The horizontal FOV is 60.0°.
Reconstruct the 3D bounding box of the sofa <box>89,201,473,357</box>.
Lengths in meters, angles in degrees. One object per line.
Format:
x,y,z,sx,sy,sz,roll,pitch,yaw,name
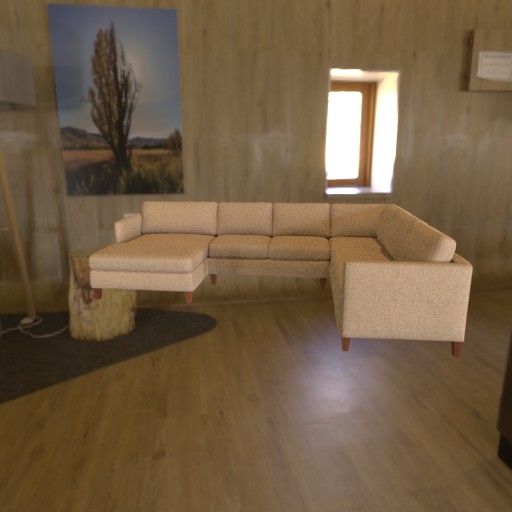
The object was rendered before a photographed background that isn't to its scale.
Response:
0.000,0.000,4.553,3.403,0.889,2.551,2,13,7,sofa
